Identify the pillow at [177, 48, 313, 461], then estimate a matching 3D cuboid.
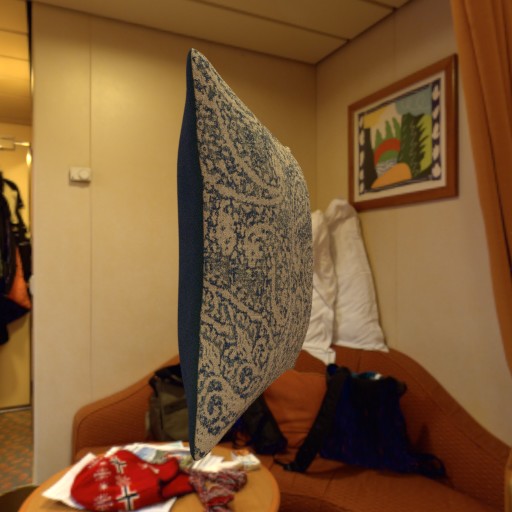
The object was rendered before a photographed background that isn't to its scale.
[{"bbox_3d":[0.000,0.000,0.783,0.166,0.510,0.523,0,-1,17],"label":"pillow"}]
